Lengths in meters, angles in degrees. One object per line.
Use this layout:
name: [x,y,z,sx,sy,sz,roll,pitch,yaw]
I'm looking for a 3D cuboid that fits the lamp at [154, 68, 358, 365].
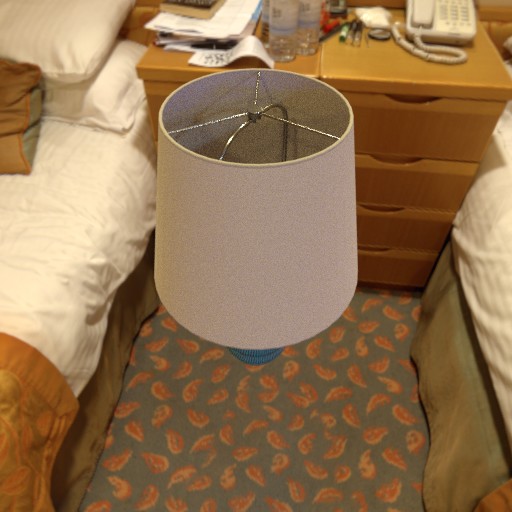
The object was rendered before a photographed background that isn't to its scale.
lamp: [0.000,0.000,0.552,0.254,0.392,0.254,0,46,0]
